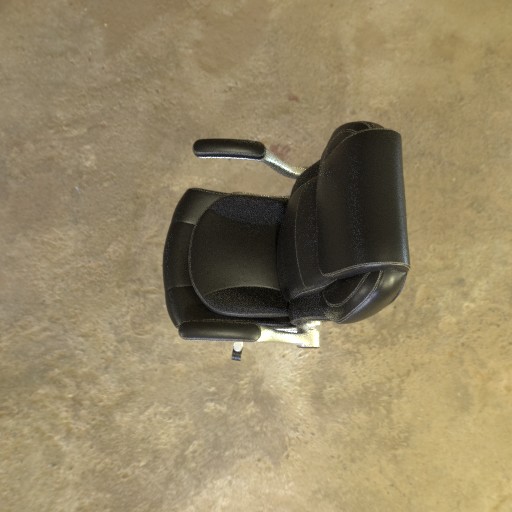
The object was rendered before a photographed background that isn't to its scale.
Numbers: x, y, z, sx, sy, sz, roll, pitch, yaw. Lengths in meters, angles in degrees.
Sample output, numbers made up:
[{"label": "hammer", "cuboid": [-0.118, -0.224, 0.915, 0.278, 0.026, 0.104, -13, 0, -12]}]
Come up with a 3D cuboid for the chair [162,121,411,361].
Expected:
[{"label": "chair", "cuboid": [0.000, 0.000, 1.665, 0.801, 1.141, 0.724, 2, 74, 0]}]
